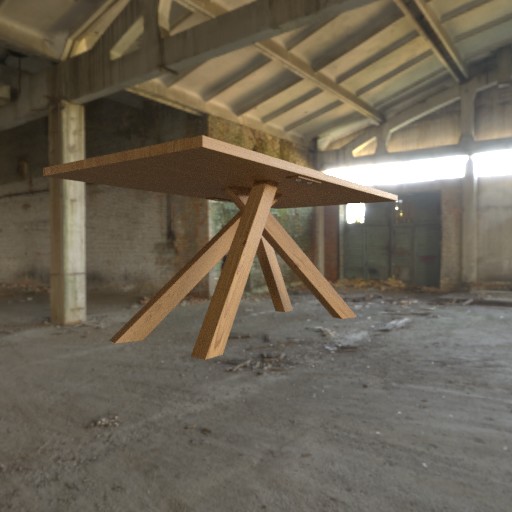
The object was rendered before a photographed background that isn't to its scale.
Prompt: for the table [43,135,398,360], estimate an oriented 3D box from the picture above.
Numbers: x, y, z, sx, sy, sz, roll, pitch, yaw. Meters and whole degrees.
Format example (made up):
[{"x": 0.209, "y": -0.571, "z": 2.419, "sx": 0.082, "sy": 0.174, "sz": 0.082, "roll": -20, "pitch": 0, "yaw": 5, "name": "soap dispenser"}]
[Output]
[{"x": 0.000, "y": 0.000, "z": 2.324, "sx": 0.901, "sy": 0.750, "sz": 1.797, "roll": 1, "pitch": 1, "yaw": 36, "name": "table"}]
